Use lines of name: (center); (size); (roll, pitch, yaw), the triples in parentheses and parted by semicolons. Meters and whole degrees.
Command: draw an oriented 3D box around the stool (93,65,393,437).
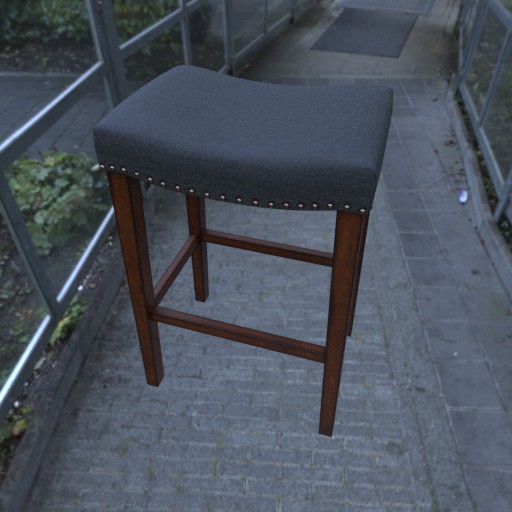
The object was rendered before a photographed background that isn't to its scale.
stool: (0.000, 0.000, 1.035); (0.502, 0.748, 0.366); (11, 42, 13)
